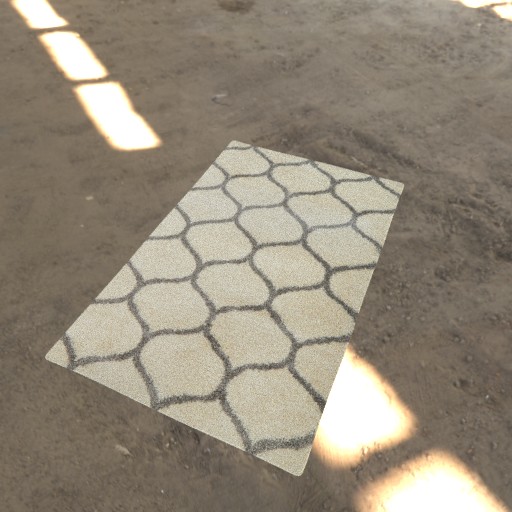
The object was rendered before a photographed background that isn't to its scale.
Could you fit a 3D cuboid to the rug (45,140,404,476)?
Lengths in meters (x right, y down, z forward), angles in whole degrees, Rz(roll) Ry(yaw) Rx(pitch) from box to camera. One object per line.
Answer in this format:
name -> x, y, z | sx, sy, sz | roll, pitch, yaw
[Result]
rug -> 0.000, 0.000, 2.954 | 1.501, 0.024, 2.348 | 18, 50, 16
